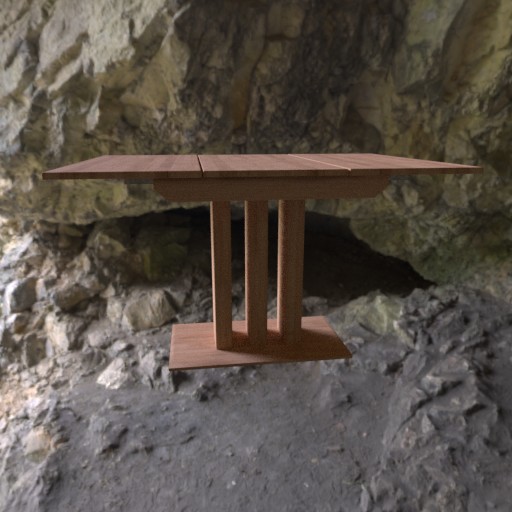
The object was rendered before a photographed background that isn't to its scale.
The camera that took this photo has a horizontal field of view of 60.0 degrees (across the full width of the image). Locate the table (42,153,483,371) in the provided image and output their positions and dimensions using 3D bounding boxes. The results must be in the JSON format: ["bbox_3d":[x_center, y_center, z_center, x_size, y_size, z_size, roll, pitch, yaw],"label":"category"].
[{"bbox_3d":[0.000,0.000,1.819,1.300,0.770,0.900,-2,16,-8],"label":"table"}]
